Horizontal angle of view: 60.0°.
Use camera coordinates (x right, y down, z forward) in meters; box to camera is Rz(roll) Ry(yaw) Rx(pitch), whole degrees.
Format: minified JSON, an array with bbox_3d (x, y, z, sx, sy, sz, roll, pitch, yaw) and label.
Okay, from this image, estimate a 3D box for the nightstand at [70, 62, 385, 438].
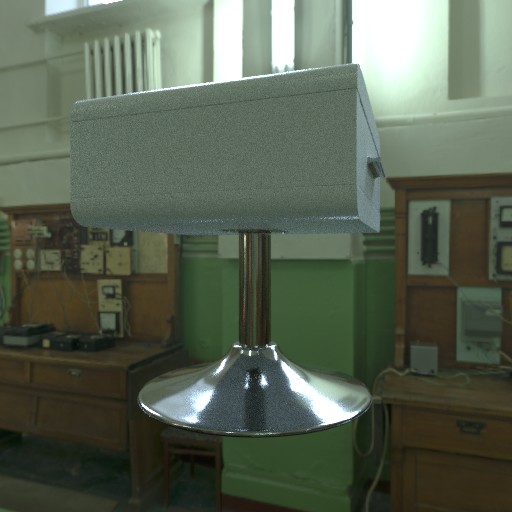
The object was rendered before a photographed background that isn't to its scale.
[{"bbox_3d":[0.000,0.000,0.733,0.404,0.447,0.399,0,0,19],"label":"nightstand"}]
